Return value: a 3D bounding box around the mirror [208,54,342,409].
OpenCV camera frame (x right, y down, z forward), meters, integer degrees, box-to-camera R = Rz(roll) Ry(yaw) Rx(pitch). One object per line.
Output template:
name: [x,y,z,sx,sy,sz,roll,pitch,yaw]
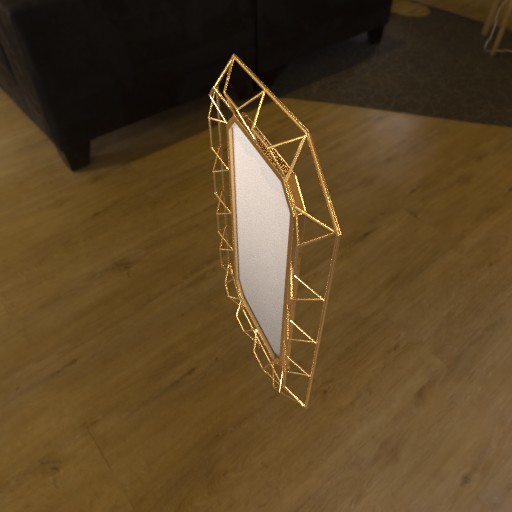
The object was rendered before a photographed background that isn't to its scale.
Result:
mirror: [0.000,0.000,1.111,0.051,0.870,0.572,-18,50,-16]
